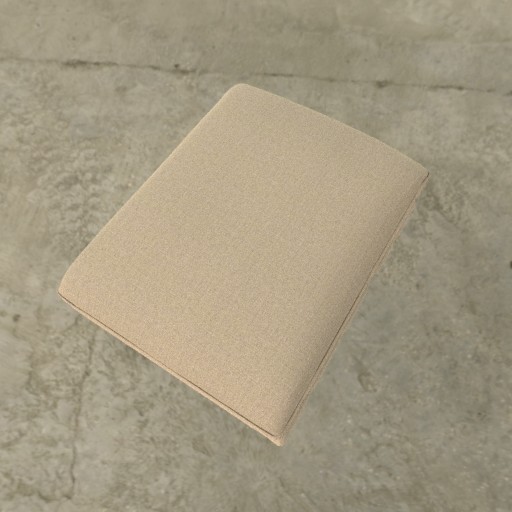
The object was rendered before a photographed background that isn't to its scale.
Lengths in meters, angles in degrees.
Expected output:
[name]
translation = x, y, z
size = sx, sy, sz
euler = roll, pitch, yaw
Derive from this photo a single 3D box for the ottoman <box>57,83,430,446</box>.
[ottoman]
translation = 0.000, 0.000, 1.059
size = 0.541, 0.463, 0.684
euler = 30, 66, 14
